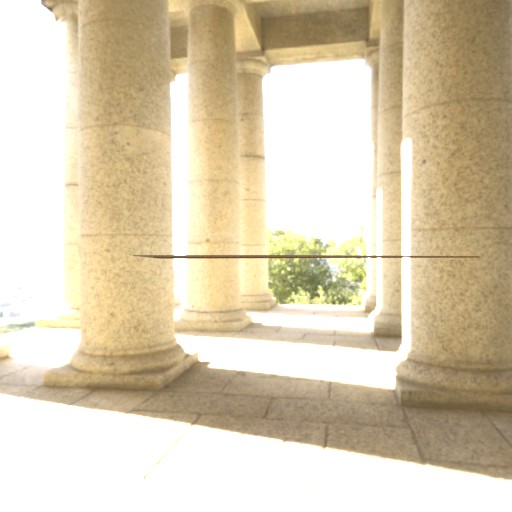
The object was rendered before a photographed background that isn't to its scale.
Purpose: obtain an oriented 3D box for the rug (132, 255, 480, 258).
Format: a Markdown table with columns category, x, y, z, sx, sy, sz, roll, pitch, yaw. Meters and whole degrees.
| category | x | y | z | sx | sy | sz | roll | pitch | yaw |
| --- | --- | --- | --- | --- | --- | --- | --- | --- | --- |
| rug | 0.000 | 0.000 | 3.018 | 1.525 | 0.007 | 2.336 | 0 | 0 | -18 |
